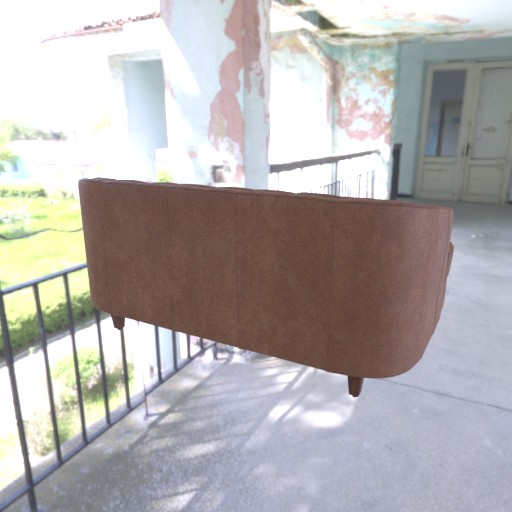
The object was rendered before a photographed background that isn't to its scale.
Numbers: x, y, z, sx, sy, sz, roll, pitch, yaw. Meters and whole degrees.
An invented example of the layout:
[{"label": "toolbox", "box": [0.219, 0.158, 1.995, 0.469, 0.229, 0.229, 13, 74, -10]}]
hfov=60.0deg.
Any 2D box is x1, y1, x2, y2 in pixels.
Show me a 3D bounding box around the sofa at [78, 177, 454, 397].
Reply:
[{"label": "sofa", "box": [0.000, 0.000, 2.230, 1.755, 0.786, 0.914, 9, 18, 27]}]
